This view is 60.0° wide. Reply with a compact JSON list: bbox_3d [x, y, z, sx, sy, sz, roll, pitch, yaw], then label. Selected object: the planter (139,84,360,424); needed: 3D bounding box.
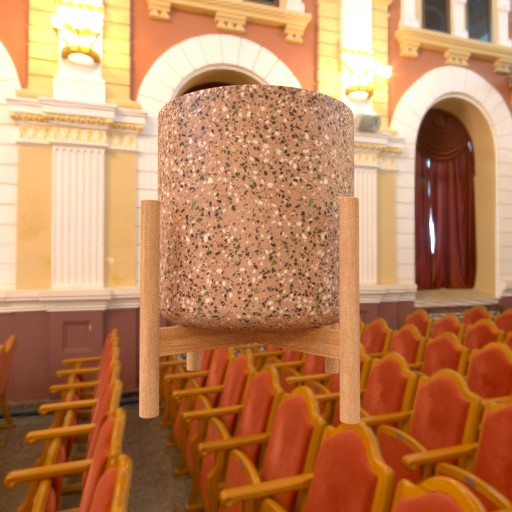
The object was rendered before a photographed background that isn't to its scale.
[{"bbox_3d":[0.000,0.000,0.697,0.360,0.419,0.360,0,-1,-18],"label":"planter"}]
